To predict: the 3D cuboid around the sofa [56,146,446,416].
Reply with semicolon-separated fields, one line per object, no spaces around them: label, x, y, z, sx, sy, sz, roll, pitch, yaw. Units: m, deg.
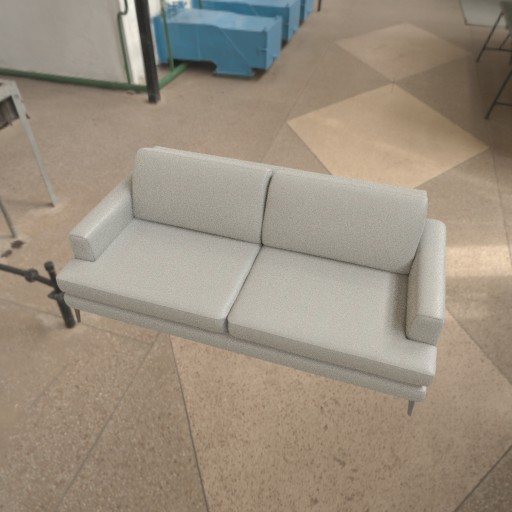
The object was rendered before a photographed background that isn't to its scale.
sofa;0.000;0.000;2.438;1.940;0.765;0.974;12;43;13
